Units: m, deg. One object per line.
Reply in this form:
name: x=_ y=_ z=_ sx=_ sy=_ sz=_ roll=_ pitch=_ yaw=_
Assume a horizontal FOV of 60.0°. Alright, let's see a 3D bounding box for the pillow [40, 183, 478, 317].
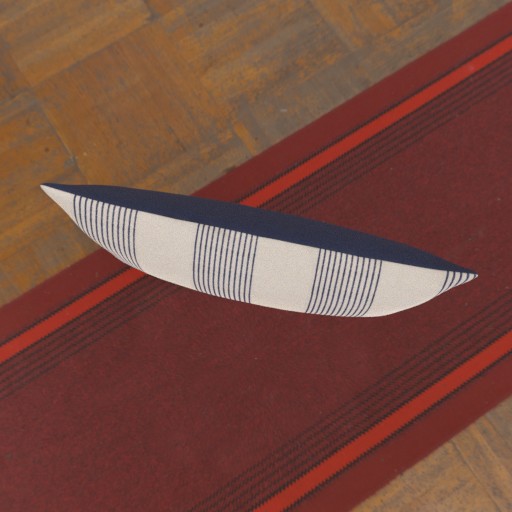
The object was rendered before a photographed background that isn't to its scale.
pillow: x=0.000 y=0.000 z=0.734 sx=0.610 sy=0.287 sz=0.151 roll=12 pitch=77 yaw=3
